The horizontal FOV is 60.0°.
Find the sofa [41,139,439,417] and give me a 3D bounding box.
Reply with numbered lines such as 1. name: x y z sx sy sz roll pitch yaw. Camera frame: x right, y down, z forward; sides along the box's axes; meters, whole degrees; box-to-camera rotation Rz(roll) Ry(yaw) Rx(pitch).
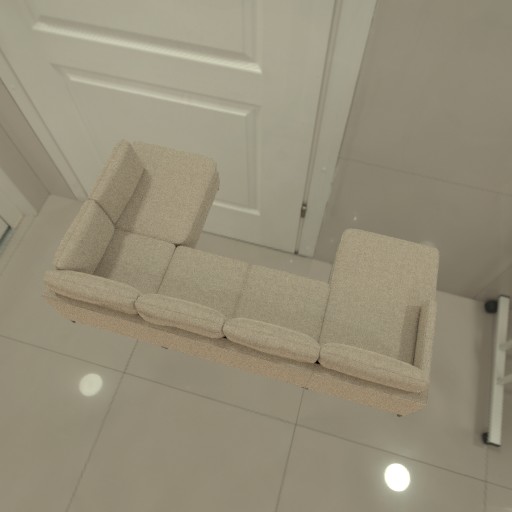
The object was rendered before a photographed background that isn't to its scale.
1. sofa: 0.000 0.000 4.307 3.423 0.996 2.021 14 64 7
